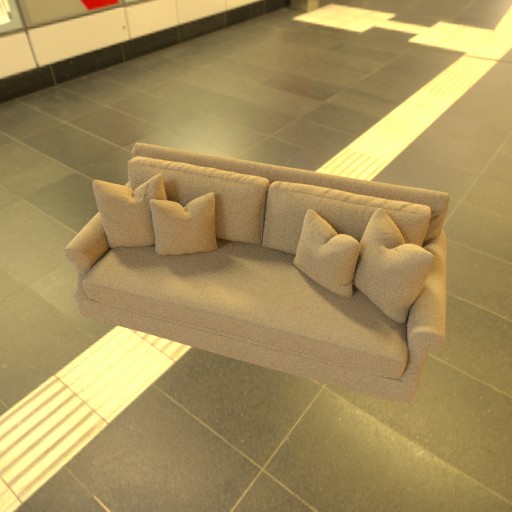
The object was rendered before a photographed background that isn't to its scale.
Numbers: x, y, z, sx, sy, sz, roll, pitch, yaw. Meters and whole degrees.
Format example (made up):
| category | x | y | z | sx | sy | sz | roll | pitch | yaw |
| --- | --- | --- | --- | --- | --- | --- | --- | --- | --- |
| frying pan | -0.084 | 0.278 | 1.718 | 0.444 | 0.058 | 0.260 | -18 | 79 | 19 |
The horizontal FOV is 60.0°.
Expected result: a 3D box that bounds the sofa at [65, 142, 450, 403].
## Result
| category | x | y | z | sx | sy | sz | roll | pitch | yaw |
| --- | --- | --- | --- | --- | --- | --- | --- | --- | --- |
| sofa | 0.000 | 0.000 | 2.836 | 2.285 | 0.904 | 1.067 | 12 | 43 | 13 |
